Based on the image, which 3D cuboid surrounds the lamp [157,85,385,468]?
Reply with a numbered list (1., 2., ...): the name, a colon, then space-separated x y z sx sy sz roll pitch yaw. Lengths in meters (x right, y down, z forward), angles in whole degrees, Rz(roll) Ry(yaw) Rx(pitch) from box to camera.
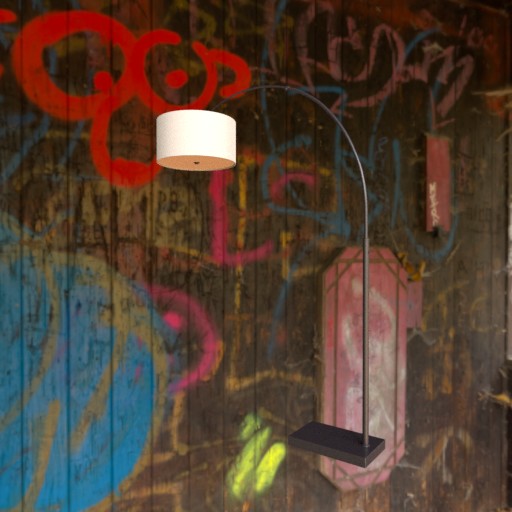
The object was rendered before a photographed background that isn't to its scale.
1. lamp: 0.000 0.000 2.532 1.424 1.927 0.493 0 1 36
